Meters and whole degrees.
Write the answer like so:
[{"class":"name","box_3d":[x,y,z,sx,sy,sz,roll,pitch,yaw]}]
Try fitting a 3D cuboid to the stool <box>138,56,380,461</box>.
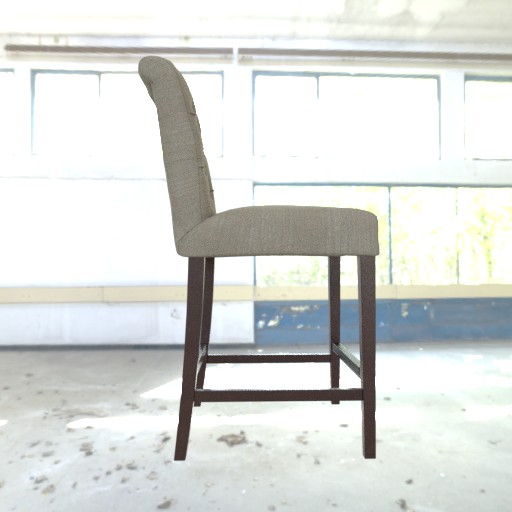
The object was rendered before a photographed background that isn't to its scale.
[{"class":"stool","box_3d":[0.000,0.000,1.407,0.660,1.084,0.486,0,0,-2]}]
